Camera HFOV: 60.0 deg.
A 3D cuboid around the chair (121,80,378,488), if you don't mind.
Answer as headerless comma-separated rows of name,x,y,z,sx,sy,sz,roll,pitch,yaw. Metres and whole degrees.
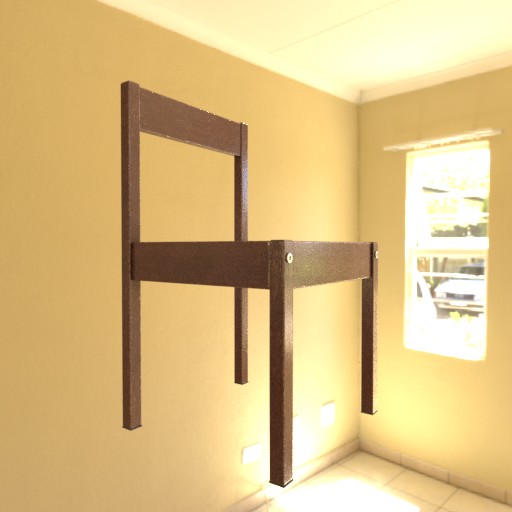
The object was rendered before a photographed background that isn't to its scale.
chair,0.000,0.000,0.681,0.285,0.505,0.285,1,1,36
